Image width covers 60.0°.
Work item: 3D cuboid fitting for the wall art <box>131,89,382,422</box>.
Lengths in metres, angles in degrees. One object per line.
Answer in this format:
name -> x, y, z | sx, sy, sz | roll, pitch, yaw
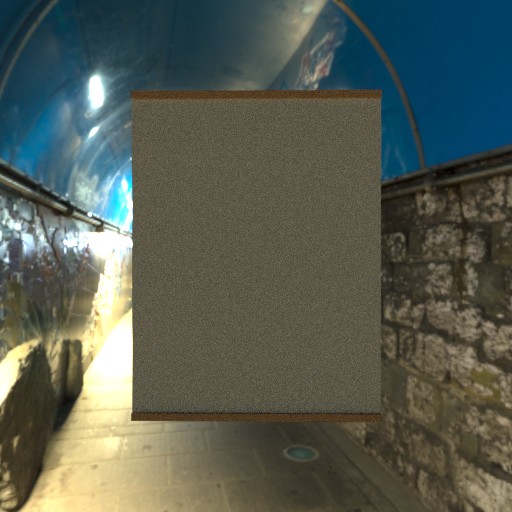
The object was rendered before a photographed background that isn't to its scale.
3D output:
wall art -> 0.000, 0.000, 0.816 | 0.458, 0.605, 0.011 | 0, 0, 1
